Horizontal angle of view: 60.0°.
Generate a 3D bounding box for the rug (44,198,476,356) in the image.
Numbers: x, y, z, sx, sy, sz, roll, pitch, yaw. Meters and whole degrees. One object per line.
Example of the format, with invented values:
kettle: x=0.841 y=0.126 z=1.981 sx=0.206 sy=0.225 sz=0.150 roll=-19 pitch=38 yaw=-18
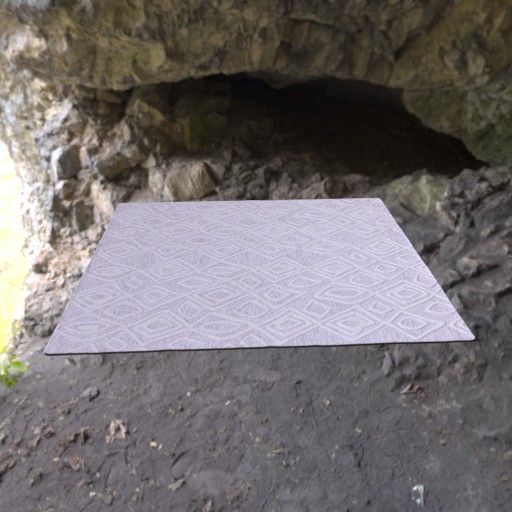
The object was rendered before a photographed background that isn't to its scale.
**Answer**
rug: x=0.000 y=0.000 z=4.130 sx=3.049 sy=0.025 sz=2.449 roll=-1 pitch=32 yaw=-2
